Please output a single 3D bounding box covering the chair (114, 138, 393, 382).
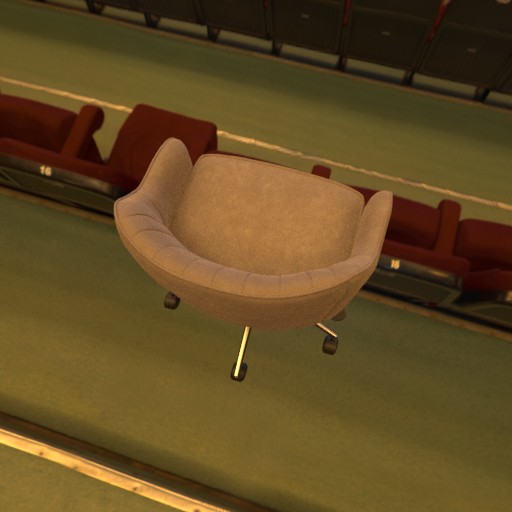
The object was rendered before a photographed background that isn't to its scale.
[{"bbox_3d":[0.000,0.000,1.260,0.635,0.831,0.573,15,65,7],"label":"chair"}]
